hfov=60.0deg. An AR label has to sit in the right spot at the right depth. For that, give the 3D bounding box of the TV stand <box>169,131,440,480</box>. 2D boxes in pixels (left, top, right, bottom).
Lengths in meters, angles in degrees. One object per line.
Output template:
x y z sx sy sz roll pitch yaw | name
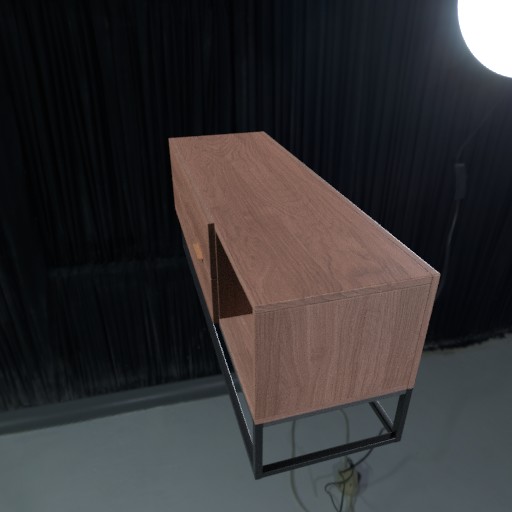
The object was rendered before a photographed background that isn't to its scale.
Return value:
0.000 0.000 1.451 0.415 0.500 1.200 -8 30 -14 | TV stand
